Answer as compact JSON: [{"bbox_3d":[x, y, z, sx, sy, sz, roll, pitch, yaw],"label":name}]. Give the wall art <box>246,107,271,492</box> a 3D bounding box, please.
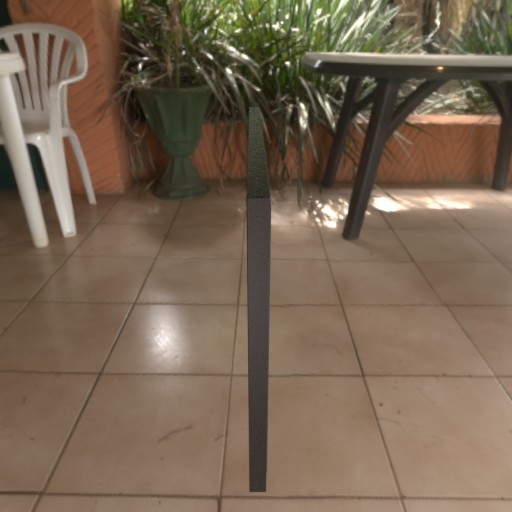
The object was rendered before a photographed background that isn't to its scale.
[{"bbox_3d":[0.000,0.000,0.851,0.027,0.458,0.657,0,26,-1],"label":"wall art"}]
